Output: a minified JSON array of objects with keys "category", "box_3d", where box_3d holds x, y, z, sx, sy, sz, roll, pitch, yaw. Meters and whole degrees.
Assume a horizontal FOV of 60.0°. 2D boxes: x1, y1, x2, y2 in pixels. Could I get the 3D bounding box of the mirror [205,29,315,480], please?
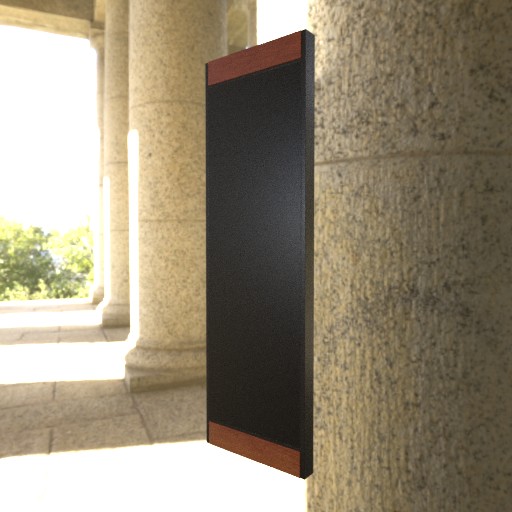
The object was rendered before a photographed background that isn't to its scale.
[{"category":"mirror","box_3d":[0.000,0.000,1.223,0.343,1.123,0.047,1,2,38]}]
